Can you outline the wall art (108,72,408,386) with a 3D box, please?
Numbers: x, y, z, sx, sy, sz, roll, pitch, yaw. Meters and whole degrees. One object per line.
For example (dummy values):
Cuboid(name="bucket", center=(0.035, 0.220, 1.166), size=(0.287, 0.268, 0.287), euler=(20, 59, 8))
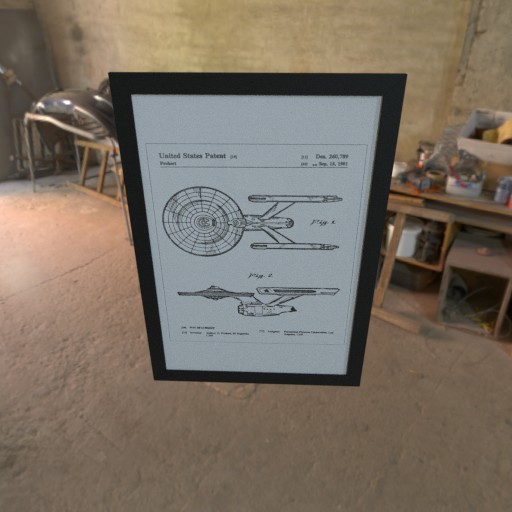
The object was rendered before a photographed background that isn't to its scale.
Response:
Cuboid(name="wall art", center=(0.000, 0.000, 0.690), size=(0.379, 0.530, 0.008), euler=(1, 29, 2))
